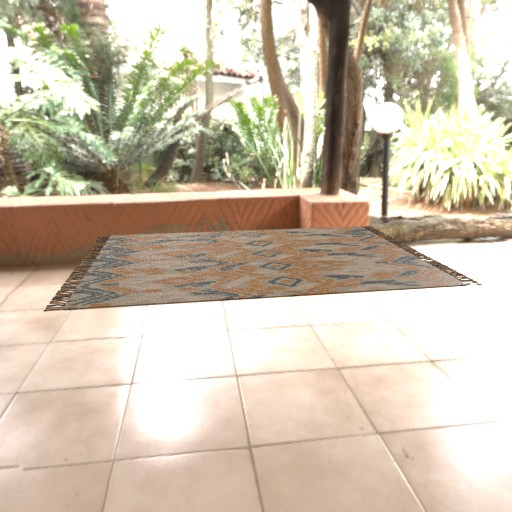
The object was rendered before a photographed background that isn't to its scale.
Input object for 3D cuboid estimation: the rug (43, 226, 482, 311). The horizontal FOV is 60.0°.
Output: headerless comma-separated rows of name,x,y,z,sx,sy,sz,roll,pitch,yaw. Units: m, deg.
rug,0.000,0.000,2.387,1.827,0.008,1.230,-3,16,-9
